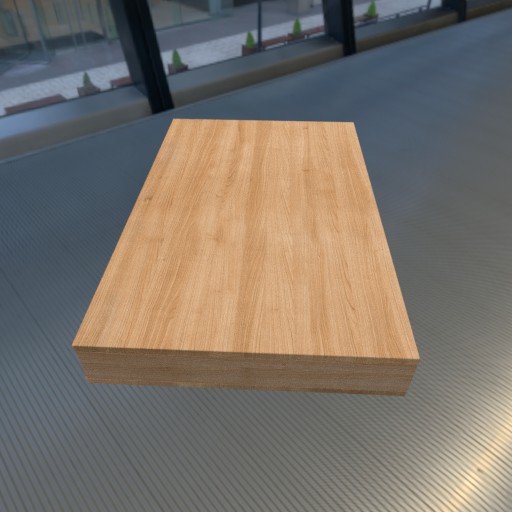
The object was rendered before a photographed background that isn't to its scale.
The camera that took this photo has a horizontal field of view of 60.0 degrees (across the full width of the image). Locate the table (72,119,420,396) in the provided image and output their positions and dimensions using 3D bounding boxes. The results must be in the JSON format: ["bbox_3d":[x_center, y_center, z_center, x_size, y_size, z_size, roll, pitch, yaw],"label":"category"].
[{"bbox_3d":[0.000,0.000,1.446,0.700,0.440,1.100,2,41,2],"label":"table"}]
